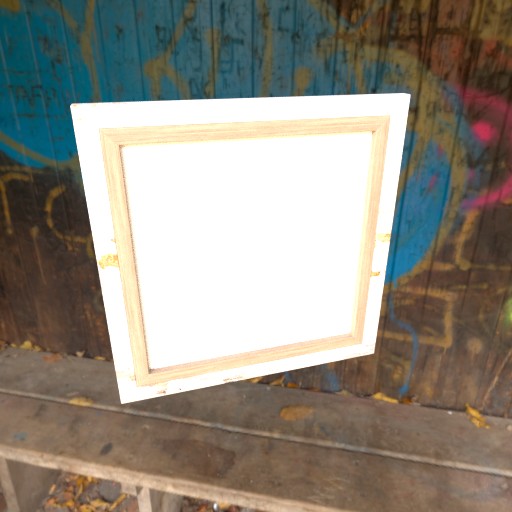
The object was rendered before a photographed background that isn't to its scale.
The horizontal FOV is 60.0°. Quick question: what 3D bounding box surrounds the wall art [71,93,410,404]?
[{"bbox_3d":[0.000,0.000,1.514,1.015,1.018,0.040,-7,26,-15],"label":"wall art"}]
